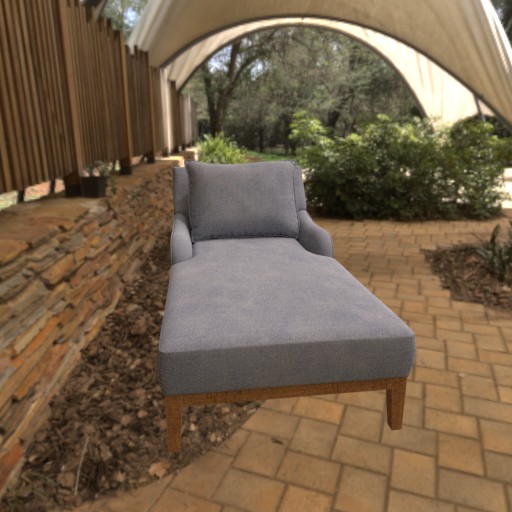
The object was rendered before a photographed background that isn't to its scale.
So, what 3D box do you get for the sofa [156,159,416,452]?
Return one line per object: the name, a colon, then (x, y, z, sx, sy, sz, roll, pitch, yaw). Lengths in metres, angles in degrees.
sofa: (0.000, 0.000, 2.288, 0.904, 0.883, 1.779, -2, 17, -8)
